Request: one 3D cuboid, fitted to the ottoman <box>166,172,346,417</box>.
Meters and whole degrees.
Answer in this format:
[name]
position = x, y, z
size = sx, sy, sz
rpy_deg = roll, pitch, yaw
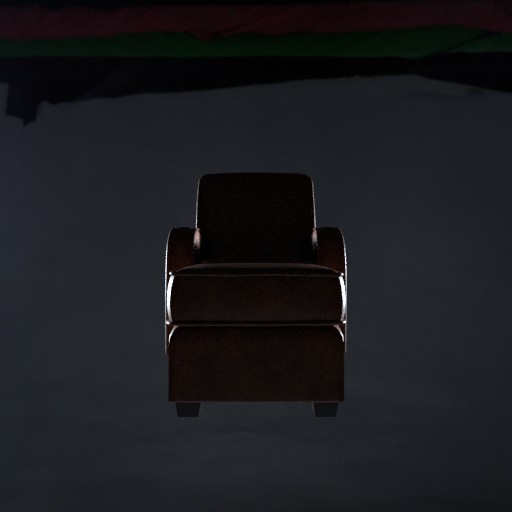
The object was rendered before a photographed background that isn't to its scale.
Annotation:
[ottoman]
position = 0.000, 0.000, 1.867
size = 0.732, 0.904, 1.314
rpy_deg = 0, 0, 0
